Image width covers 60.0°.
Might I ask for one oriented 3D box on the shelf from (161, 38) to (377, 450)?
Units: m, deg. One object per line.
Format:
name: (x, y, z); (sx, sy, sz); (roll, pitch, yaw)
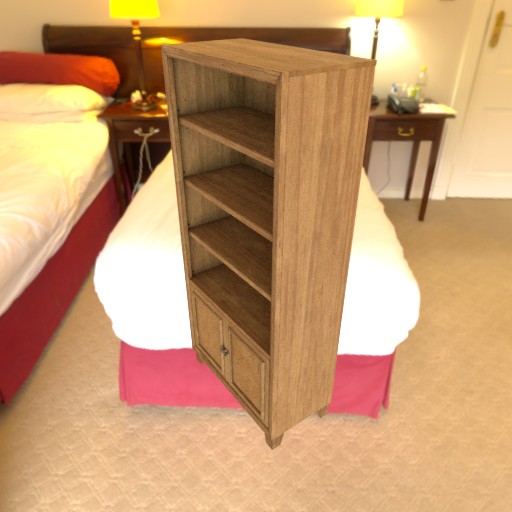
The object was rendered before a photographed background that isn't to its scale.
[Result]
shelf: (0.000, 0.000, 2.288); (0.453, 1.930, 0.864); (-21, 37, -30)
